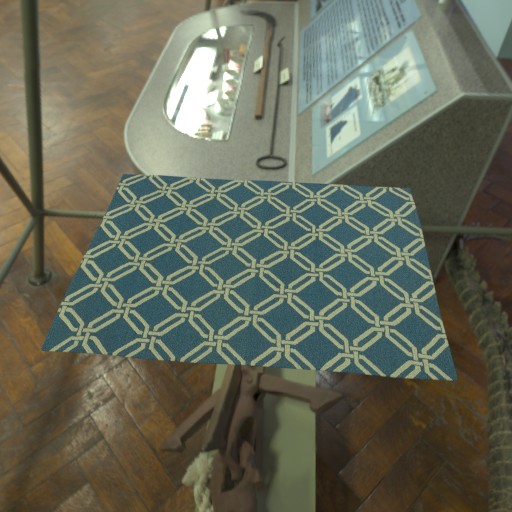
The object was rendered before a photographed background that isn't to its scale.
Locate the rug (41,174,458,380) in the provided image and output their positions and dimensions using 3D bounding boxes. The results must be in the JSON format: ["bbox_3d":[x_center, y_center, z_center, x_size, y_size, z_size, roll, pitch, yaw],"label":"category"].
[{"bbox_3d":[0.000,0.000,2.746,2.135,0.013,1.524,3,47,3],"label":"rug"}]
